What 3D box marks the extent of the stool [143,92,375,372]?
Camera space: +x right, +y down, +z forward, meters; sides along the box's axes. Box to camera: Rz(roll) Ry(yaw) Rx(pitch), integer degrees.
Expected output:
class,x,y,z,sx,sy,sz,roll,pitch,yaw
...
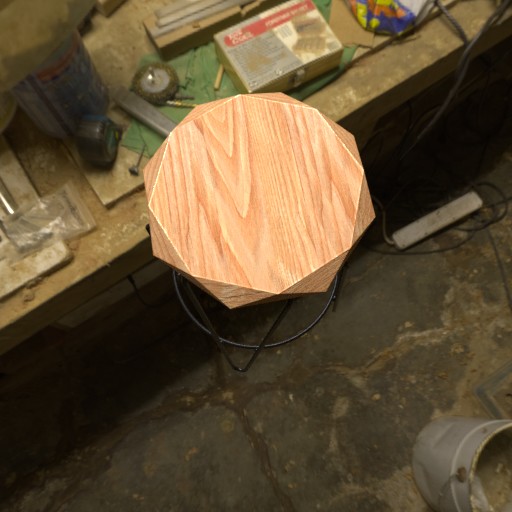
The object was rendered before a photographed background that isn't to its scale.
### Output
class,x,y,z,sx,sy,sz,roll,pitch,yaw
stool,0.000,0.000,0.806,0.326,0.610,0.326,-32,77,-8
